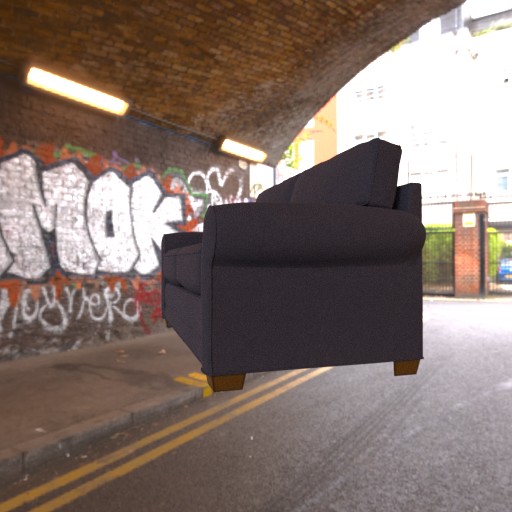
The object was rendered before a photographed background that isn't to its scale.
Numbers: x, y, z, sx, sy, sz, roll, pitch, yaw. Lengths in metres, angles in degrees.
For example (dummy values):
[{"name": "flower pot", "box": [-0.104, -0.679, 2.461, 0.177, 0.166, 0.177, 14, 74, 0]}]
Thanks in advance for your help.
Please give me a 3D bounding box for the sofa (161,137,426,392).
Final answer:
[{"name": "sofa", "box": [0.000, 0.000, 2.607, 0.951, 1.031, 2.009, 0, -1, -17]}]
